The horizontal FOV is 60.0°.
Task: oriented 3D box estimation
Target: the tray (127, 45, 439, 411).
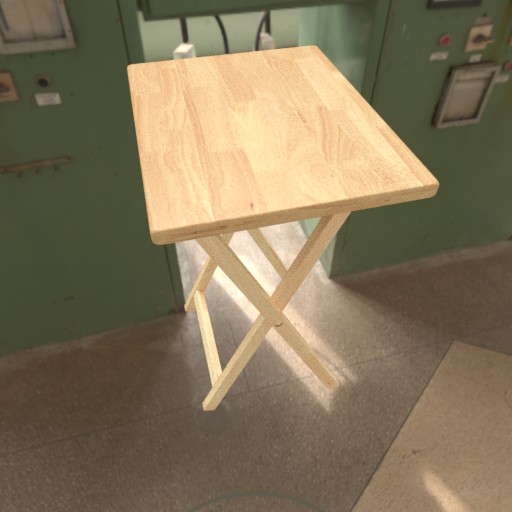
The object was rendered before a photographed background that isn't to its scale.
[{"bbox_3d":[0.000,0.000,0.948,0.381,0.660,0.483,-11,47,-10],"label":"tray"}]
